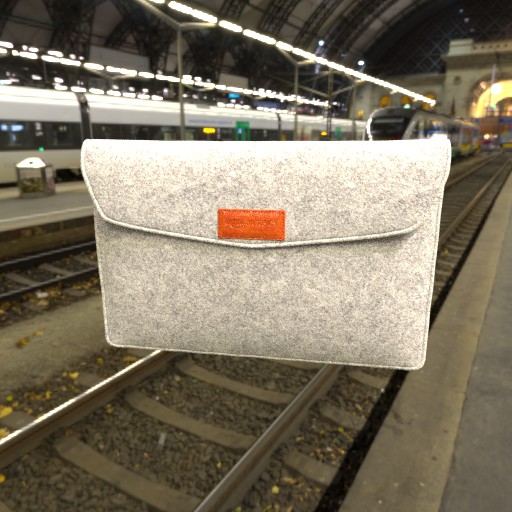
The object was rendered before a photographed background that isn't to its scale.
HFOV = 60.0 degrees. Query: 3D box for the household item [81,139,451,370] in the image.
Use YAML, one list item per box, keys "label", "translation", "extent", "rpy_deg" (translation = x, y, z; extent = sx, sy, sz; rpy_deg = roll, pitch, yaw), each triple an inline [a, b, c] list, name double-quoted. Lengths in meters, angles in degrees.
- label: "household item"
  translation: [0.000, 0.000, 0.434]
  extent: [0.335, 0.221, 0.057]
  rpy_deg: [2, 15, 9]
